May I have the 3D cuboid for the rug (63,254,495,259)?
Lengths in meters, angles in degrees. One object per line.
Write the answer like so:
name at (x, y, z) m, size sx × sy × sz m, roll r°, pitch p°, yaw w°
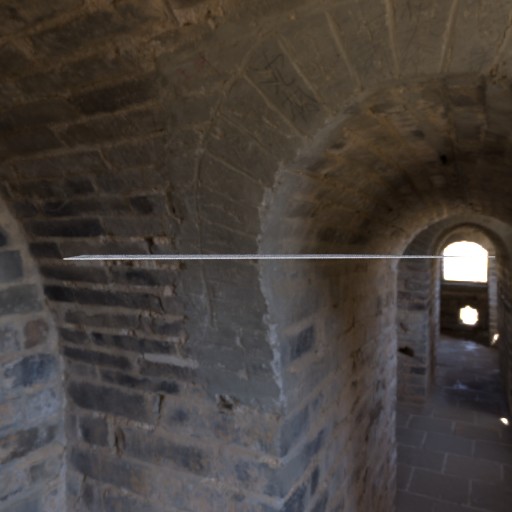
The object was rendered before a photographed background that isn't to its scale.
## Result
rug at (0.000, 0.000, 4.045) m, size 3.045 × 0.008 × 2.421 m, roll 0°, pitch 1°, yaw -19°
